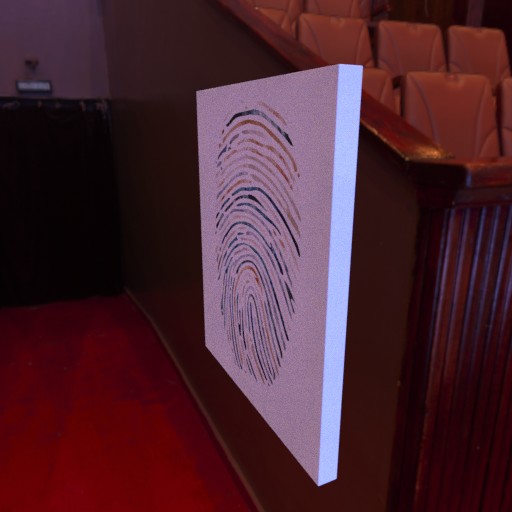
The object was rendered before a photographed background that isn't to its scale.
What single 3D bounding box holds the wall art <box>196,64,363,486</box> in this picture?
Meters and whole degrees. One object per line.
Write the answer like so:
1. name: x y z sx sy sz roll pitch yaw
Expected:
1. wall art: 0.000 0.000 0.827 0.037 0.606 0.508 -8 18 -25
